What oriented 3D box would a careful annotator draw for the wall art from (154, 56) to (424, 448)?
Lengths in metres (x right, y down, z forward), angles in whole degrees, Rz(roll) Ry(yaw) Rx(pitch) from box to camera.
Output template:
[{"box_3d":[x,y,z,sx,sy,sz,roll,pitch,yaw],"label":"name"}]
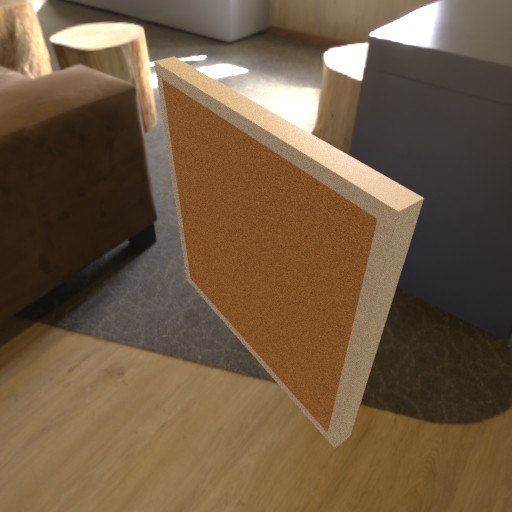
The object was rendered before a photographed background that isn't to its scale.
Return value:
[{"box_3d":[0.000,0.000,0.752,0.038,0.508,0.507,-27,49,-26],"label":"wall art"}]
